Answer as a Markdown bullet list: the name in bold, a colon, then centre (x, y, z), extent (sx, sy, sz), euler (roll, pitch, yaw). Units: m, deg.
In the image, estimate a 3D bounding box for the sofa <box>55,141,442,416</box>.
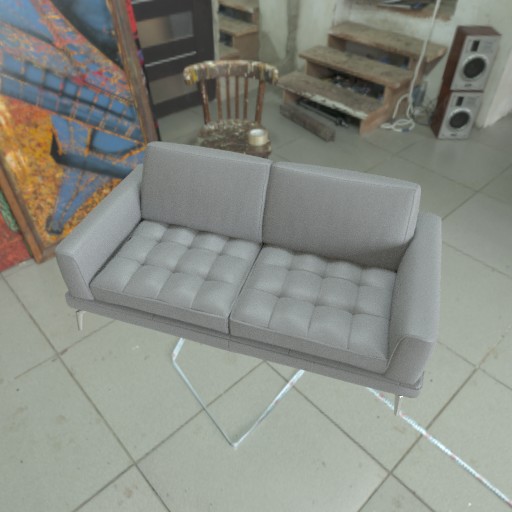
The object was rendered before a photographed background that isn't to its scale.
- **sofa**: centre (0.000, 0.000, 2.753), extent (2.177, 0.930, 1.121), euler (12, 43, 13)
